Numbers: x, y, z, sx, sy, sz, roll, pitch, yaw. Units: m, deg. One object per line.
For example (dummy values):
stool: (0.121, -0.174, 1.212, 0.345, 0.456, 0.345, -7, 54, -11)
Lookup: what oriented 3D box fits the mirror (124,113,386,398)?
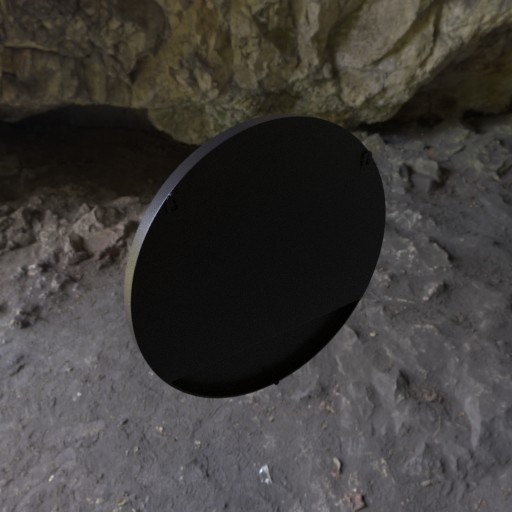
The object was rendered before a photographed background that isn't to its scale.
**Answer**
mirror: (0.000, 0.000, 0.714, 0.457, 0.457, 0.133, -18, 34, -29)
